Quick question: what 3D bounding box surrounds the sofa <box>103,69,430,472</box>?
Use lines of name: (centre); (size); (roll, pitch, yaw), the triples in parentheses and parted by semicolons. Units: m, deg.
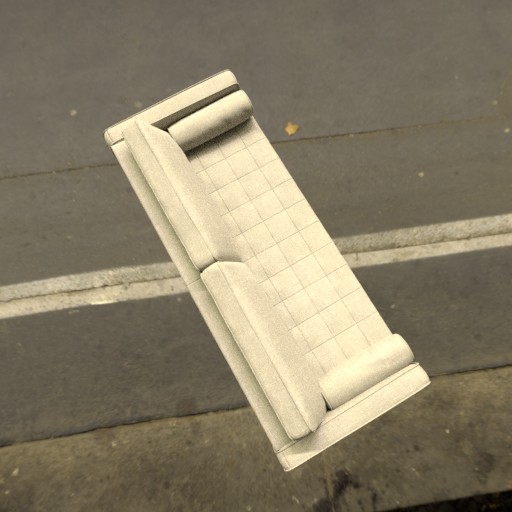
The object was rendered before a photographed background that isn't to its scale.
sofa: (0.000, 0.000, 2.674); (0.914, 0.762, 2.211); (-29, 78, -7)
